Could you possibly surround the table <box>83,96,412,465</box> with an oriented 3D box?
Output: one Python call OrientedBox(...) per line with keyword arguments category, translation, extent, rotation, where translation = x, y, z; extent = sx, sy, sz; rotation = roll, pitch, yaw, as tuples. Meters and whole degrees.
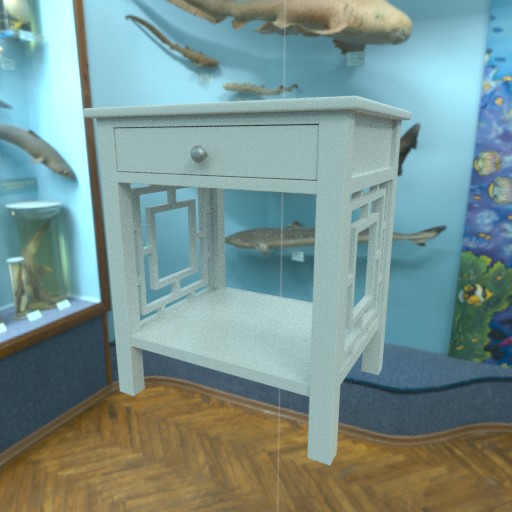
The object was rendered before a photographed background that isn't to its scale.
OrientedBox(category="table", translation=(0.000, 0.000, 1.030), extent=(0.564, 0.646, 0.451), rotation=(8, 17, 27))
